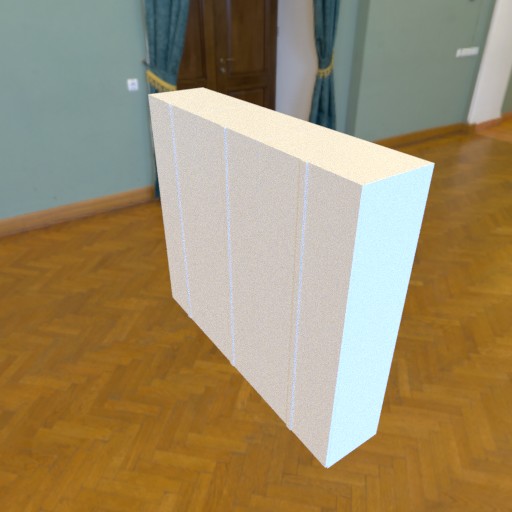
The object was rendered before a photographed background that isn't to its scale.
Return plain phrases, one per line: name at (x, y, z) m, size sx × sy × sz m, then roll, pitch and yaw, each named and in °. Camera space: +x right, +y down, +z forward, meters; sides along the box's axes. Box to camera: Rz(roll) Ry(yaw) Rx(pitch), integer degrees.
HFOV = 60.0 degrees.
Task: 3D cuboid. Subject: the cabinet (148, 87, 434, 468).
cabinet at (0.000, 0.000, 3.930) m, size 0.590 × 2.370 × 2.700 m, roll -20°, pitch 36°, yaw -29°
